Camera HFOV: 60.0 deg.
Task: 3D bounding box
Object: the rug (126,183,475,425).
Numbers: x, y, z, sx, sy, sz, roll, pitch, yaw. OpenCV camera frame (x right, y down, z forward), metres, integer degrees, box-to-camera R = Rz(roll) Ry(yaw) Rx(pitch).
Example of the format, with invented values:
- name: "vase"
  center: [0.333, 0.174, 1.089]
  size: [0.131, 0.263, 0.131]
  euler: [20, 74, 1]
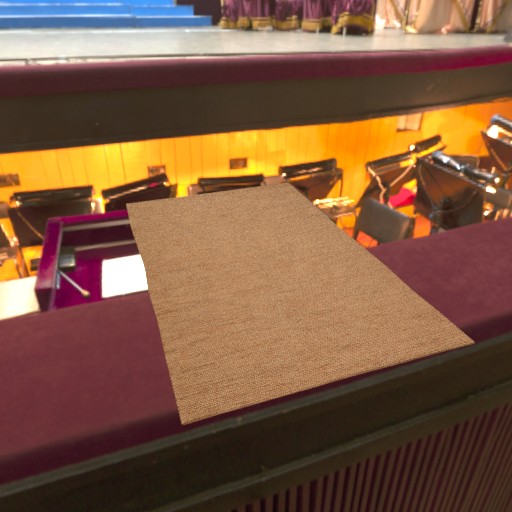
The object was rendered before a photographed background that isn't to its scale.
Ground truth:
- name: "rug"
  center: [0.000, 0.000, 3.054]
  size: [1.533, 0.011, 2.439]
  euler: [-10, 32, -17]
